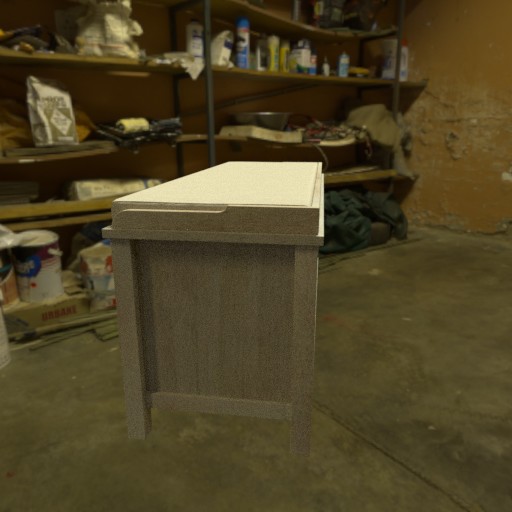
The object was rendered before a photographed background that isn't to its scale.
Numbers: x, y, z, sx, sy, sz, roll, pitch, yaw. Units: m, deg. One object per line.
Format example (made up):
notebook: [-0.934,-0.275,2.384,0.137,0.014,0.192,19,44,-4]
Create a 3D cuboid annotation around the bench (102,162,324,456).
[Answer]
bench: [0.000,0.000,1.372,0.398,0.501,1.140,2,16,8]
